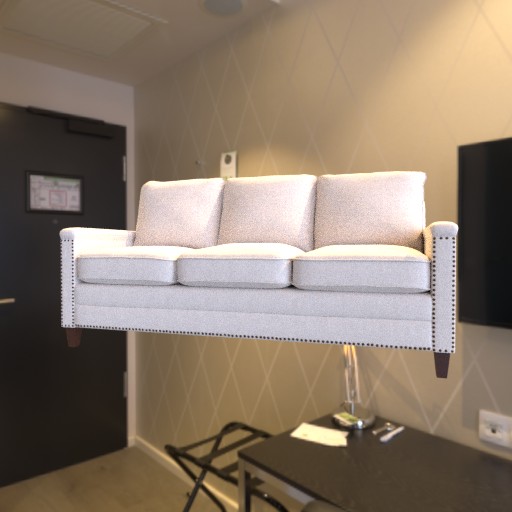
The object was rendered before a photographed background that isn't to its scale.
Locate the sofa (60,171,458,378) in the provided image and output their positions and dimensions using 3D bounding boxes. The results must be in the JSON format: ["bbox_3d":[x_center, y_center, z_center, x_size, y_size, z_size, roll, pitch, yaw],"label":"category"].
[{"bbox_3d":[0.000,0.000,2.405,1.925,0.961,0.828,0,1,18],"label":"sofa"}]
